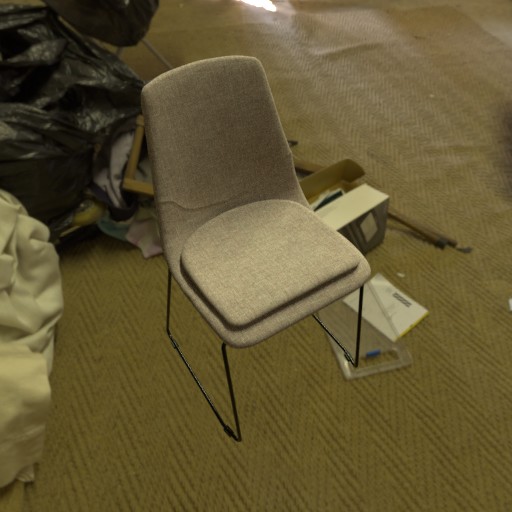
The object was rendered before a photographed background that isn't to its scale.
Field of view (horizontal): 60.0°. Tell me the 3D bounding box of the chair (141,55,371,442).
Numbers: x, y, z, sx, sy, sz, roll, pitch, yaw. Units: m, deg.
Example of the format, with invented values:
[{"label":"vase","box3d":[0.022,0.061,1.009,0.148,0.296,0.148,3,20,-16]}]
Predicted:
[{"label":"chair","box3d":[0.000,0.000,1.183,0.479,0.858,0.518,-25,51,-22]}]
